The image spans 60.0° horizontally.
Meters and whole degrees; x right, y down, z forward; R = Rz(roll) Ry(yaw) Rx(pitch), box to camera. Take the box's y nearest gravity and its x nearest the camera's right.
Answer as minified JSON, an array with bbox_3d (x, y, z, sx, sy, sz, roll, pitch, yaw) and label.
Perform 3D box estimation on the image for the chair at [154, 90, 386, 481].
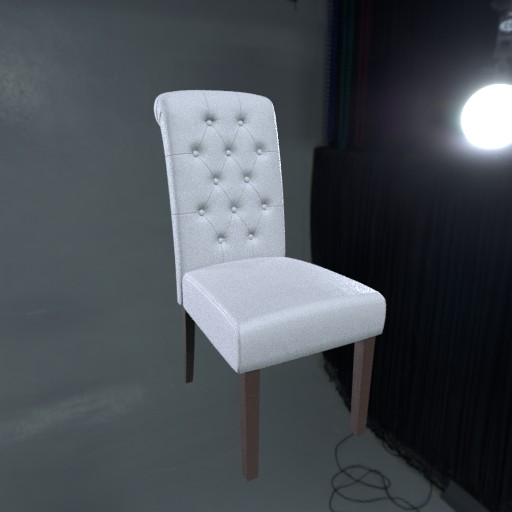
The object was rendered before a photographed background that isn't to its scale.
[{"bbox_3d":[0.000,0.000,1.379,0.456,1.006,0.671,-8,18,-27],"label":"chair"}]
